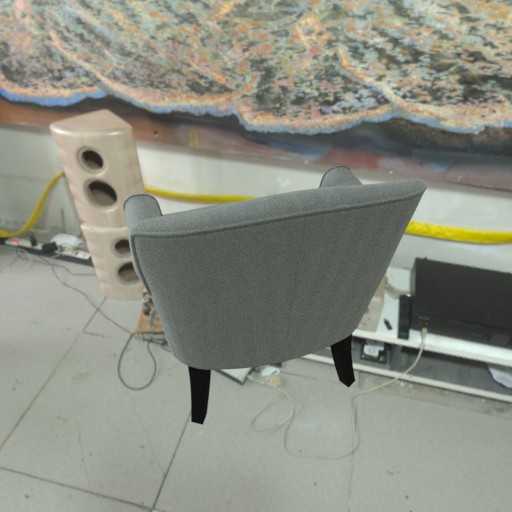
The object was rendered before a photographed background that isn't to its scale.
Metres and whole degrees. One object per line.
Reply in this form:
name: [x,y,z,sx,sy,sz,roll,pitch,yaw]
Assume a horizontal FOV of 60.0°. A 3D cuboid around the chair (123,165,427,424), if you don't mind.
chair: [0.000,0.000,1.449,0.772,0.880,0.755,-10,41,-12]
